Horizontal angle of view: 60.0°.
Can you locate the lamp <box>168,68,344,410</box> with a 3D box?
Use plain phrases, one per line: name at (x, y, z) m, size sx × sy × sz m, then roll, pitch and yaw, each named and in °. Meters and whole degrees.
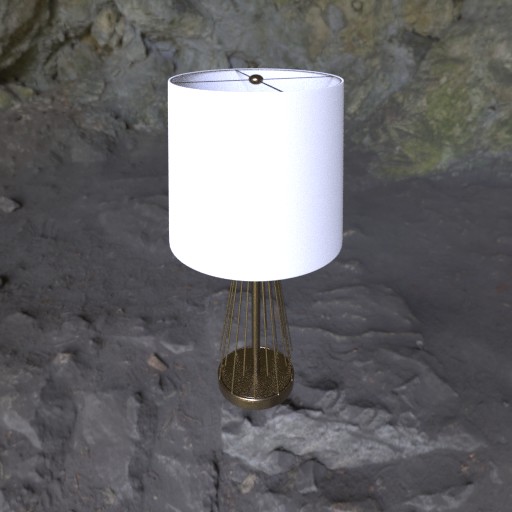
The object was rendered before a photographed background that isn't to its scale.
lamp at (0.000, 0.000, 0.809) m, size 0.303 × 0.618 × 0.303 m, roll 0°, pitch 29°, yaw 0°
